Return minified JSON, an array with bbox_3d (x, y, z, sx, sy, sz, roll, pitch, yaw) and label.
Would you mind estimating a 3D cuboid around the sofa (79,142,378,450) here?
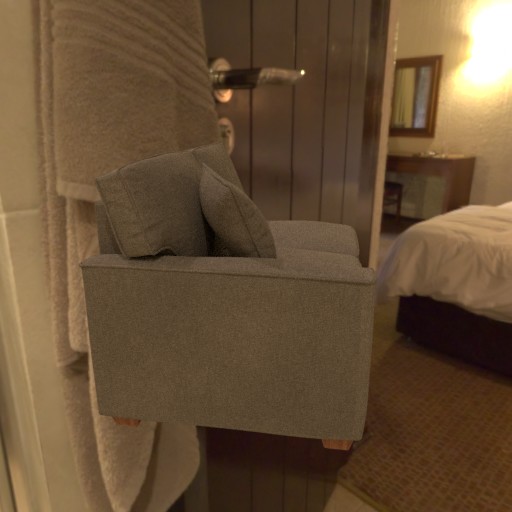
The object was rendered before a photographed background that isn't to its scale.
[{"bbox_3d":[0.000,0.000,2.085,0.991,0.989,1.388,3,17,9],"label":"sofa"}]
